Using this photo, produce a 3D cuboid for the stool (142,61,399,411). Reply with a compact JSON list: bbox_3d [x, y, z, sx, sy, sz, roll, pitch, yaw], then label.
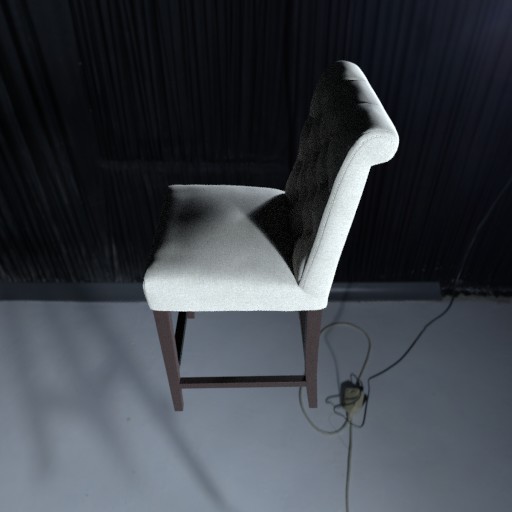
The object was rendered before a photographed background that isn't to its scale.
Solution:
[{"bbox_3d":[0.000,0.000,1.386,0.601,1.040,0.493,0,40,0],"label":"stool"}]
